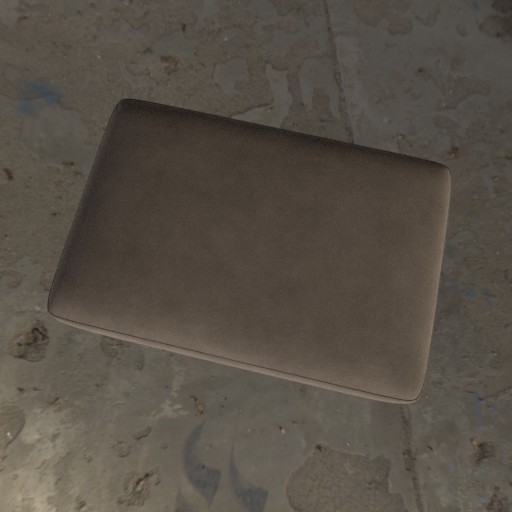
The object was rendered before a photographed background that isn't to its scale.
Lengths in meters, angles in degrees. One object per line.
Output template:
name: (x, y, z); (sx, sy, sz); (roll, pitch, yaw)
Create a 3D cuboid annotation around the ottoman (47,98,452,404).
ottoman: (0.000, 0.000, 1.188); (0.864, 0.483, 0.584); (13, 76, 3)
